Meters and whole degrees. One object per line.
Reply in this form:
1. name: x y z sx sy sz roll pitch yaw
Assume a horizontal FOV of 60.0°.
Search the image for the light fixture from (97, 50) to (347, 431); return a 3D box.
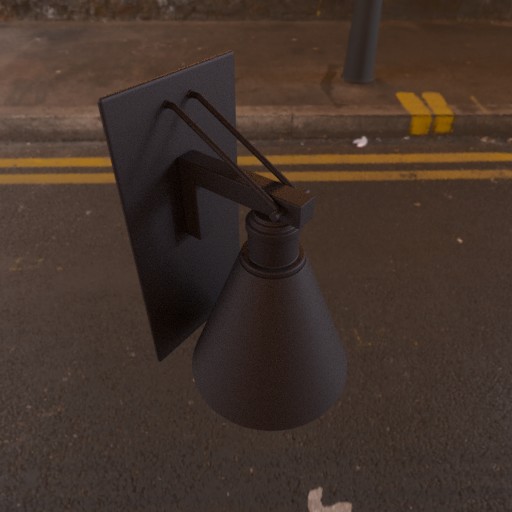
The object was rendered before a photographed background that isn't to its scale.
1. light fixture: 0.000 0.000 0.409 0.207 0.298 0.170 26 47 28
